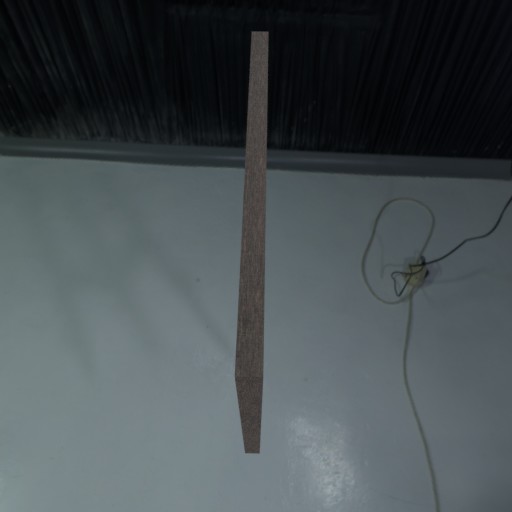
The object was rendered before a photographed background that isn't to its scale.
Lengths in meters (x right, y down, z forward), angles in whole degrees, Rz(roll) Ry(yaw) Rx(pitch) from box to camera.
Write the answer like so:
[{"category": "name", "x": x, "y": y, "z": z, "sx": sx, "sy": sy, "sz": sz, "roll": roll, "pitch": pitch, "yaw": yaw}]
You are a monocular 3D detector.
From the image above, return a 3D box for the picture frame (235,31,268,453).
[{"category": "picture frame", "x": 0.000, "y": 0.000, "z": 0.743, "sx": 0.026, "sy": 0.455, "sz": 0.546, "roll": 1, "pitch": 58, "yaw": 1}]
